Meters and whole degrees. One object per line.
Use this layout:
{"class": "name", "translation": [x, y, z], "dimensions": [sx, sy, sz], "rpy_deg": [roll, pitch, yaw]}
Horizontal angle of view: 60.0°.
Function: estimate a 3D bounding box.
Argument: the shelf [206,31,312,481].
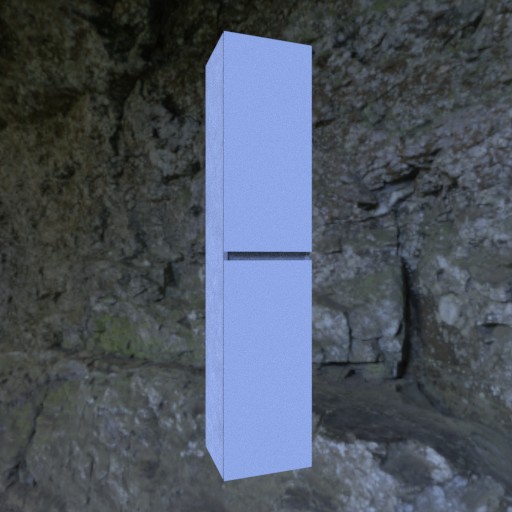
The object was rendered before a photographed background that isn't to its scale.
{"class": "shelf", "translation": [0.000, 0.000, 1.554], "dimensions": [0.300, 1.400, 0.270], "rpy_deg": [0, 0, -19]}
